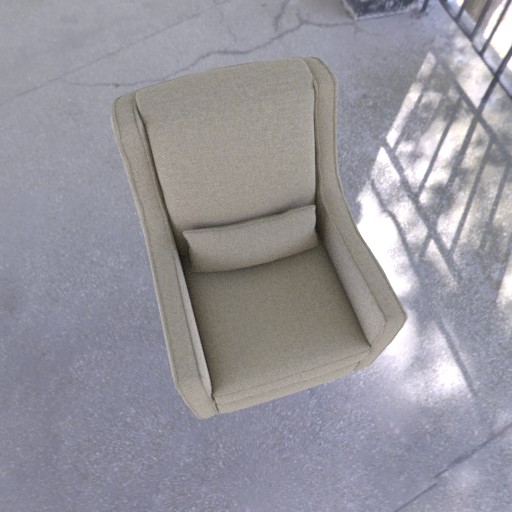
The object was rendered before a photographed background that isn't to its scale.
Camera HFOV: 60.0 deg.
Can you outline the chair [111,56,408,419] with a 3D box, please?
[{"bbox_3d":[0.000,0.000,1.592,0.732,0.993,0.879,-15,63,-8],"label":"chair"}]
